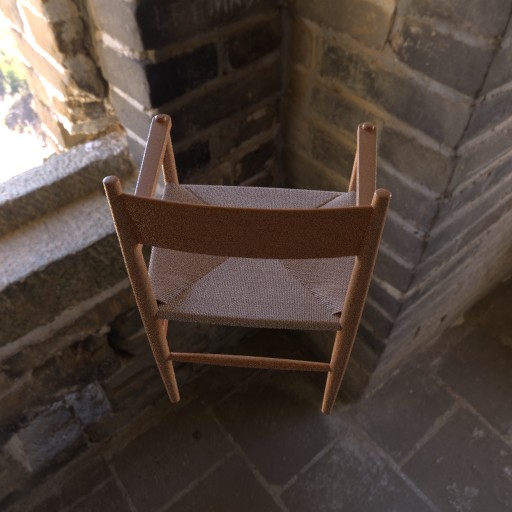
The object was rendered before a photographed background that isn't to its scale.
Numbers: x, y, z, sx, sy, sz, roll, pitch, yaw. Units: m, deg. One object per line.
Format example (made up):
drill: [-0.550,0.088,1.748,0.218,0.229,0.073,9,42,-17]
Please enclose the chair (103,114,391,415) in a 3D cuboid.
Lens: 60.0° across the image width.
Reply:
chair: [0.000,0.000,1.112,0.556,0.762,0.495,3,46,3]
